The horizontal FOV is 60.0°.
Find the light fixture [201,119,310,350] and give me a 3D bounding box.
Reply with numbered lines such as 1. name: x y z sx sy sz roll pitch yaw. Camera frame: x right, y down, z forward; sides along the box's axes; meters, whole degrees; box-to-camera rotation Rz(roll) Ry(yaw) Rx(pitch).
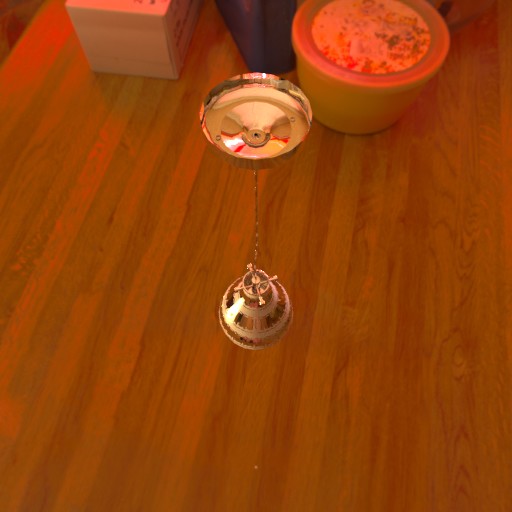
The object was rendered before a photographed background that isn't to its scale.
1. light fixture: 0.000 0.000 1.635 0.374 1.457 0.374 -16 66 -7
